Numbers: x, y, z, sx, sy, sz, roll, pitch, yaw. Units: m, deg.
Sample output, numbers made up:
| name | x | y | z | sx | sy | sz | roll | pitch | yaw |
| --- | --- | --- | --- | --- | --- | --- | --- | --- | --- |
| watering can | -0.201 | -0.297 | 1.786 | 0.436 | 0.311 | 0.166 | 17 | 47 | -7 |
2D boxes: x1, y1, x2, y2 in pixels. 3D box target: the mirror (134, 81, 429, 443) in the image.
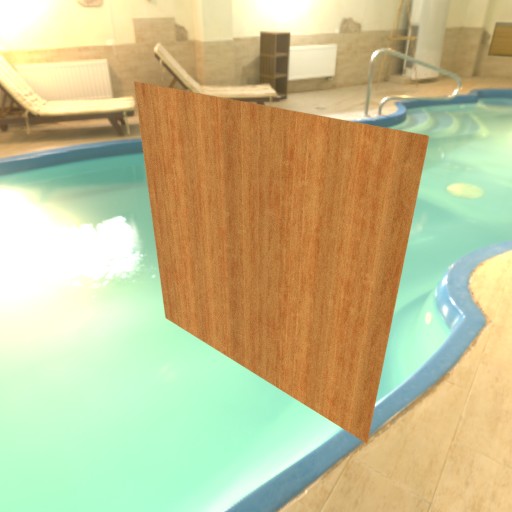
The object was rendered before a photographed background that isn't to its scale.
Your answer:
| name | x | y | z | sx | sy | sz | roll | pitch | yaw |
| --- | --- | --- | --- | --- | --- | --- | --- | --- | --- |
| mirror | 0.000 | 0.000 | 0.961 | 0.651 | 0.651 | 0.047 | 23 | 38 | 33 |
